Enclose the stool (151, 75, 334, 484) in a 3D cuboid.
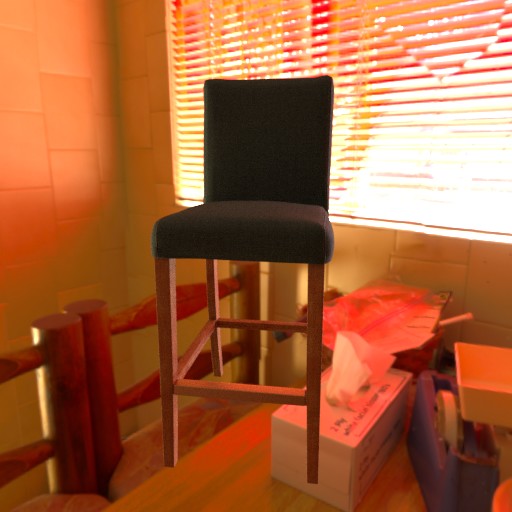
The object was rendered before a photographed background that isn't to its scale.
[{"bbox_3d":[0.000,0.000,1.332,0.454,1.088,0.574,2,13,9],"label":"stool"}]
